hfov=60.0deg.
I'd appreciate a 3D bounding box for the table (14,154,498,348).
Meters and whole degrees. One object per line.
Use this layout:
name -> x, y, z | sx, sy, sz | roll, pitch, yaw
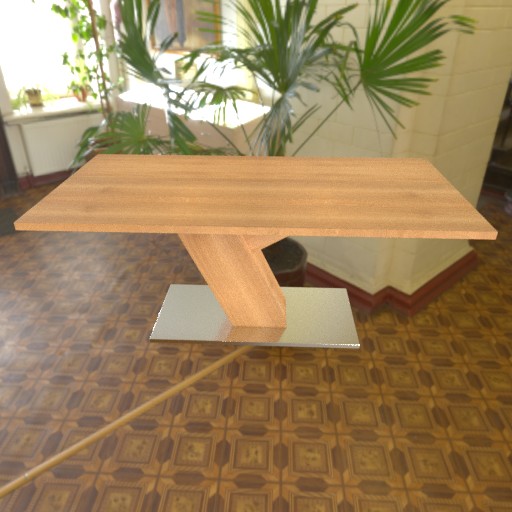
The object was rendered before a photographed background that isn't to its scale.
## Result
table -> 0.000, 0.000, 2.221 | 1.800, 0.750, 0.900 | 1, 29, 2
